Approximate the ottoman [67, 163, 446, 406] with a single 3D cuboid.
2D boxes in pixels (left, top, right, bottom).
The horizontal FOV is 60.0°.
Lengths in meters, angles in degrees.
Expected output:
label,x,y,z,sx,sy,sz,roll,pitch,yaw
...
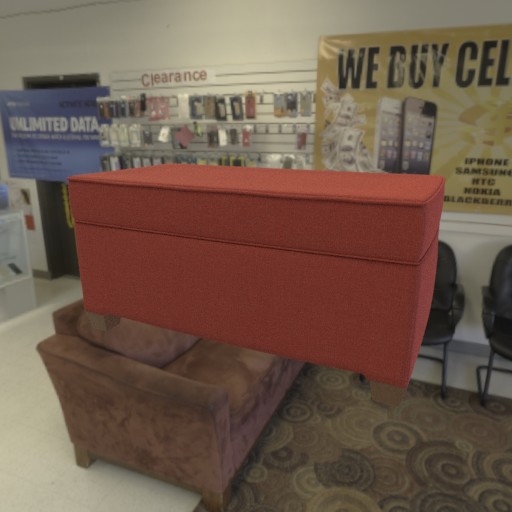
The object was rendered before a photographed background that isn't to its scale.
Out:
label,x,y,z,sx,sy,sz,roll,pitch,yaw
ottoman,0.000,0.000,1.265,0.948,0.454,0.497,8,18,25
